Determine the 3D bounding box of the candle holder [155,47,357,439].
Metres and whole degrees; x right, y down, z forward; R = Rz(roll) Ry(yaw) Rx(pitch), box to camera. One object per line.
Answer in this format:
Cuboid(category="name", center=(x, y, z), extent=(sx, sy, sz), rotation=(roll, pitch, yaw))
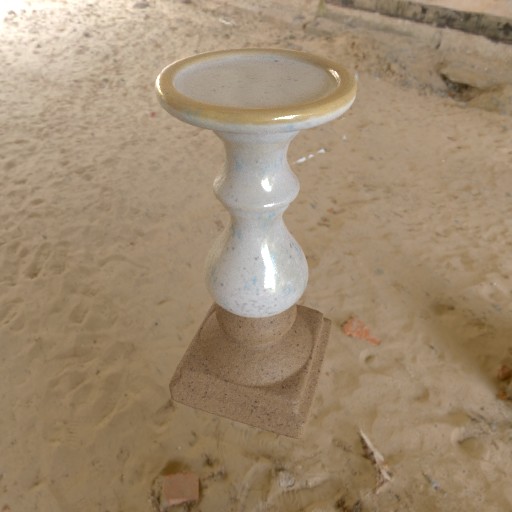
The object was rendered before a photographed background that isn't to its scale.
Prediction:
Cuboid(category="candle holder", center=(0.000, 0.000, 0.300), extent=(0.110, 0.239, 0.110), rotation=(12, 41, 14))
